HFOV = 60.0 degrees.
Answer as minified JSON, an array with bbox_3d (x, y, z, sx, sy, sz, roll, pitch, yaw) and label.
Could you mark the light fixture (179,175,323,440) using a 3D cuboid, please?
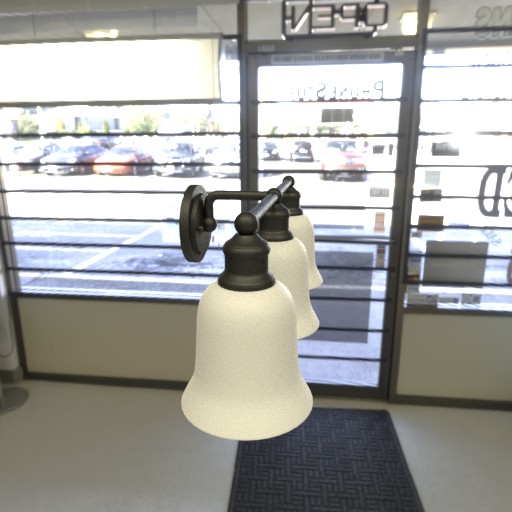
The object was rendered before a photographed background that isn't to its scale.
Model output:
[{"bbox_3d":[0.000,0.000,0.672,0.198,0.211,0.570,3,15,9],"label":"light fixture"}]
